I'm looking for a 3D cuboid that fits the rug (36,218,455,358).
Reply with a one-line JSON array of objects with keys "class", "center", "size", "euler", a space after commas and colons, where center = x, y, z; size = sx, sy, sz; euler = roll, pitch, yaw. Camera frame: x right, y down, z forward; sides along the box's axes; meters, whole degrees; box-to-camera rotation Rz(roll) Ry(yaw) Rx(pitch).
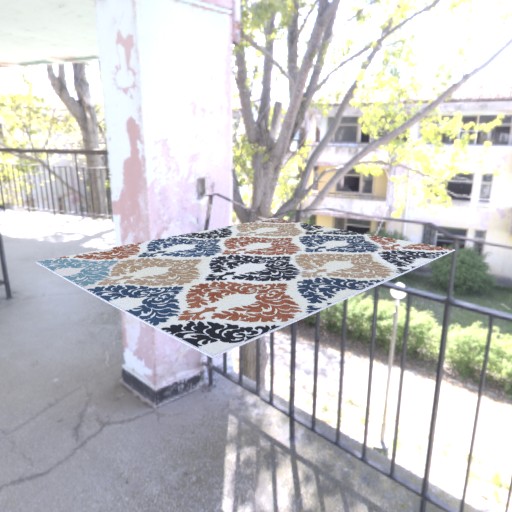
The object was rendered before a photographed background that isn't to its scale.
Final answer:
[{"class": "rug", "center": [0.000, 0.000, 4.064], "size": [3.040, 0.014, 2.423], "euler": [-15, 21, -43]}]
